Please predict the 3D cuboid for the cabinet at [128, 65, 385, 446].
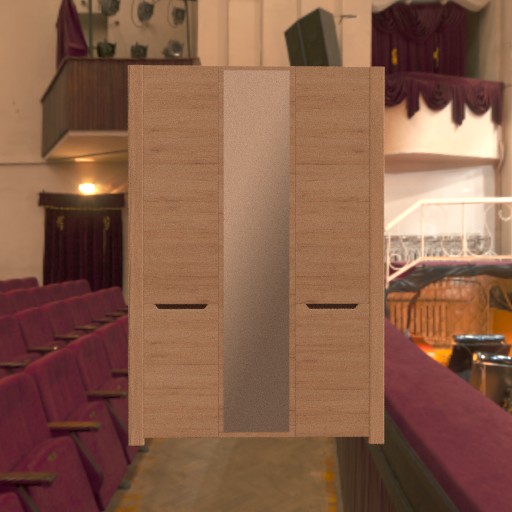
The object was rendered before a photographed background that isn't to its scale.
[{"bbox_3d":[0.000,0.000,2.703,1.400,2.070,0.580,0,0,-1],"label":"cabinet"}]
